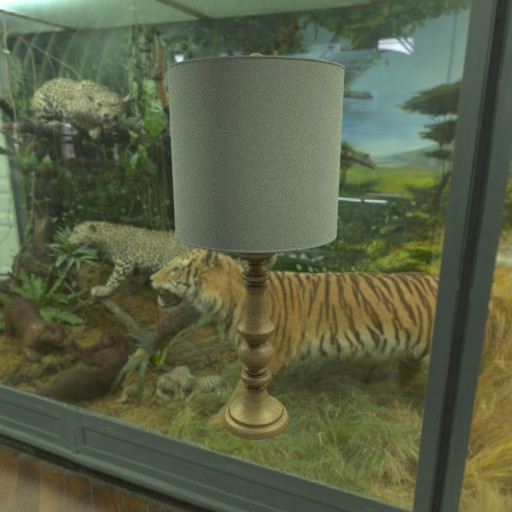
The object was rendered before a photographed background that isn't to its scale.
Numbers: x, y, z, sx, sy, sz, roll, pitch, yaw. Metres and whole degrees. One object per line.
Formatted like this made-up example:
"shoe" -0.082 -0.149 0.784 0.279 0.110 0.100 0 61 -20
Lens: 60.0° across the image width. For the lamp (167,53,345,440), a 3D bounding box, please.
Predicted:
"lamp" 0.000 0.000 0.708 0.250 0.597 0.250 -2 15 -8
